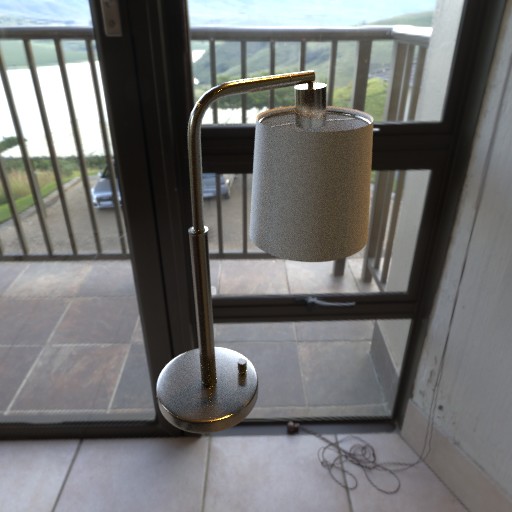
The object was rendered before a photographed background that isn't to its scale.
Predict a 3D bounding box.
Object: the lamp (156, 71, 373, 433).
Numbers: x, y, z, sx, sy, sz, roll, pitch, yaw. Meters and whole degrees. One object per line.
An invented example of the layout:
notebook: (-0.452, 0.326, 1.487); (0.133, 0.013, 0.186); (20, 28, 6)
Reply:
lamp: (0.000, 0.000, 0.637); (0.333, 0.489, 0.171); (-10, 31, -17)
